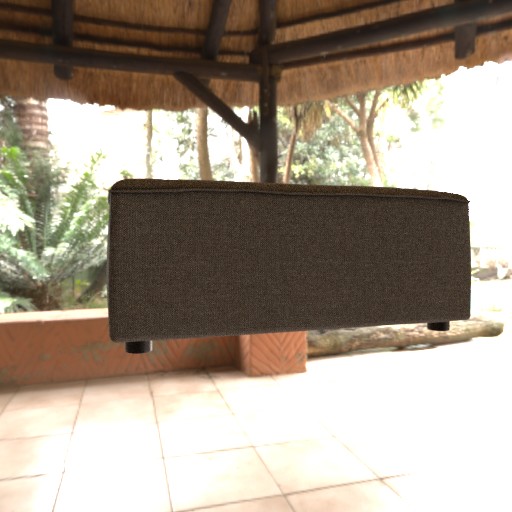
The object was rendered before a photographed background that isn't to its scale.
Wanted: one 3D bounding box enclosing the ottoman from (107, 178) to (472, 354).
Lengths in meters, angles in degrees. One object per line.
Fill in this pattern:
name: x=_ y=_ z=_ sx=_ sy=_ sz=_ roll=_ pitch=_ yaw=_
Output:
ottoman: x=0.000 y=0.000 z=1.595 sx=1.017 sy=0.423 sz=1.023 roll=-1 pitch=2 yaw=-17
